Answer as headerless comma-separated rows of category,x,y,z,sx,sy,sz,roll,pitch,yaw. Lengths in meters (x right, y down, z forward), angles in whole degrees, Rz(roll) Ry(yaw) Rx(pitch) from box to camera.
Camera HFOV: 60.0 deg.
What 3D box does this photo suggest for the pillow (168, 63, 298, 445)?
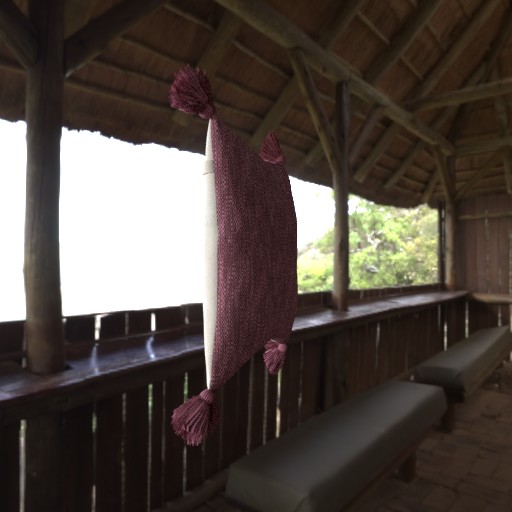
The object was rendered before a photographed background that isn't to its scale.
pillow,0.000,0.000,0.970,0.138,0.659,0.641,0,1,19
